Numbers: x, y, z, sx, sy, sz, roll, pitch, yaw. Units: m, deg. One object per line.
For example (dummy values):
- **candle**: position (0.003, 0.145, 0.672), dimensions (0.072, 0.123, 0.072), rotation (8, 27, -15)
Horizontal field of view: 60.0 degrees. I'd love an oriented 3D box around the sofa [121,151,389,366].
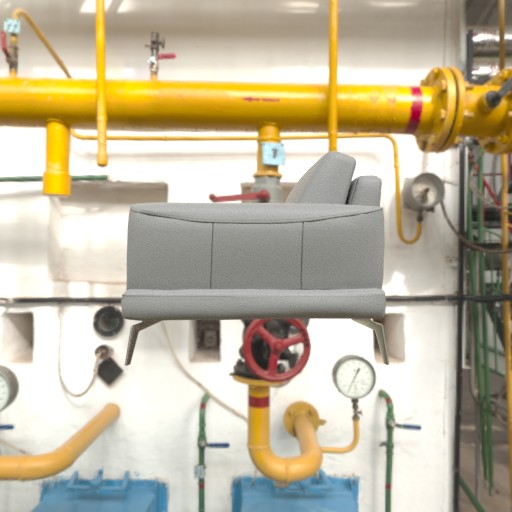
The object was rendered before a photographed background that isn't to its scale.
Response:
- **sofa**: position (0.000, 0.000, 2.817), dimensions (1.121, 0.930, 2.177), rotation (0, -1, 0)
